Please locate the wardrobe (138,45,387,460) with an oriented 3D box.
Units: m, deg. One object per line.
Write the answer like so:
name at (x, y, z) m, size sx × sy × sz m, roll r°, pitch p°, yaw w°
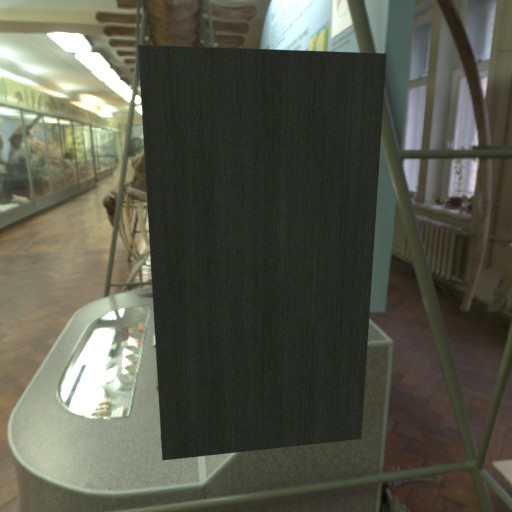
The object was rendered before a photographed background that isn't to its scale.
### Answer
wardrobe at (0.000, 0.000, 2.228) m, size 0.991 × 1.808 × 0.577 m, roll -2°, pitch 14°, yaw -9°
